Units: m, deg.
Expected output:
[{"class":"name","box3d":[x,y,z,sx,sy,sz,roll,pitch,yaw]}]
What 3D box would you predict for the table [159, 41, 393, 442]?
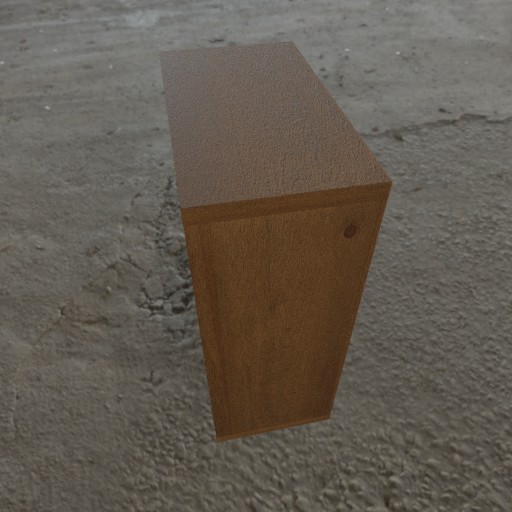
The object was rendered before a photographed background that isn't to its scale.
[{"class":"table","box3d":[0.000,0.000,1.772,0.524,1.294,0.901,-8,46,-8]}]
